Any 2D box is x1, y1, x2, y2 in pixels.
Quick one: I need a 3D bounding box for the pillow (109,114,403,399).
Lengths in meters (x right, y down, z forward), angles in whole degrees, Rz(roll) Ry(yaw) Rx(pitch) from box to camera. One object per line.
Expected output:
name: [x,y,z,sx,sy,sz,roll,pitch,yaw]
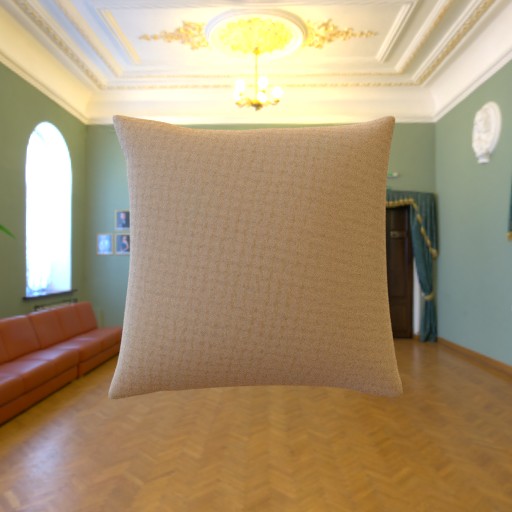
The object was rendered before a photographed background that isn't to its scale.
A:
pillow: [0.000,0.000,0.639,0.419,0.407,0.173,0,-1,0]
